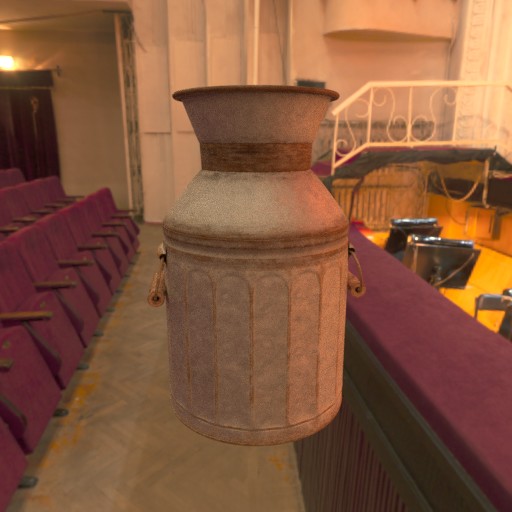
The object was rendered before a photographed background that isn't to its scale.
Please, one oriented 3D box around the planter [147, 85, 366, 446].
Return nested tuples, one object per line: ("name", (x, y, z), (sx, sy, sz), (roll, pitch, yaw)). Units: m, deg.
("planter", (0.000, 0.000, 0.520), (0.248, 0.358, 0.215), (-2, 15, -7))
